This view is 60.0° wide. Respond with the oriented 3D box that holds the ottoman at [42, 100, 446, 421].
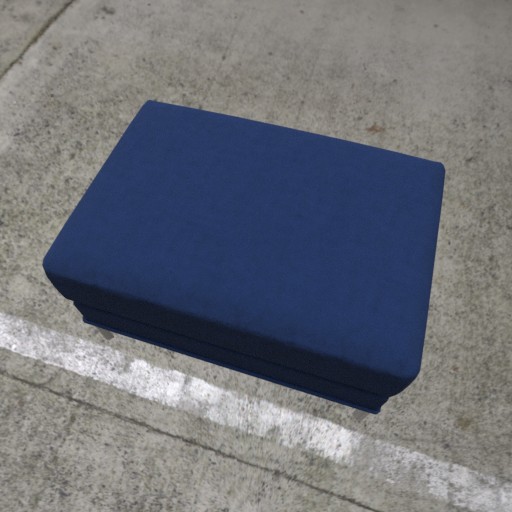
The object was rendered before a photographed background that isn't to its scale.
[{"bbox_3d":[0.000,0.000,1.209,0.835,0.498,0.587,15,61,9],"label":"ottoman"}]
